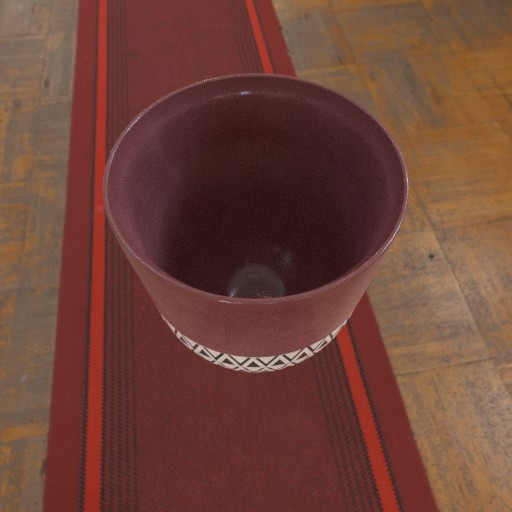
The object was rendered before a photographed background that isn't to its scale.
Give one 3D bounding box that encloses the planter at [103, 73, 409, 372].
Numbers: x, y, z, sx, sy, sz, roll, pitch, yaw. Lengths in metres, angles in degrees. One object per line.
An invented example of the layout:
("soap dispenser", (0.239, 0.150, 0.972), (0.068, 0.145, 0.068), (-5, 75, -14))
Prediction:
("planter", (0.000, 0.000, 0.375), (0.195, 0.214, 0.195), (0, 58, 0))
